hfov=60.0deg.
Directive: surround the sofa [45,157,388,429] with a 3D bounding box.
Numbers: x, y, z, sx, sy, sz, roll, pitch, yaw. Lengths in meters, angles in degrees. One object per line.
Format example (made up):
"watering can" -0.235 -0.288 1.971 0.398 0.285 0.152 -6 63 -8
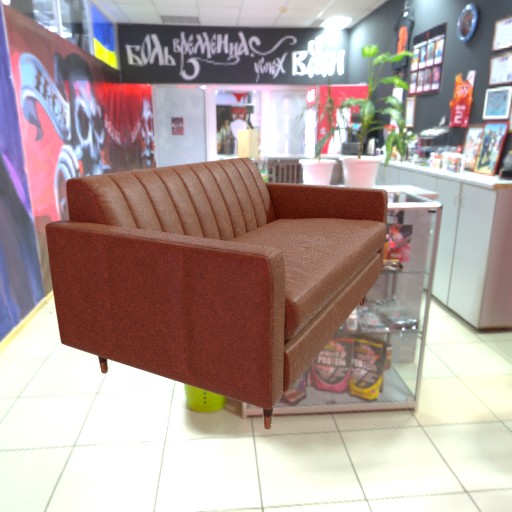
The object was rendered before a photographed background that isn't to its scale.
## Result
"sofa" 0.000 0.000 2.109 0.960 0.820 1.549 8 18 27
